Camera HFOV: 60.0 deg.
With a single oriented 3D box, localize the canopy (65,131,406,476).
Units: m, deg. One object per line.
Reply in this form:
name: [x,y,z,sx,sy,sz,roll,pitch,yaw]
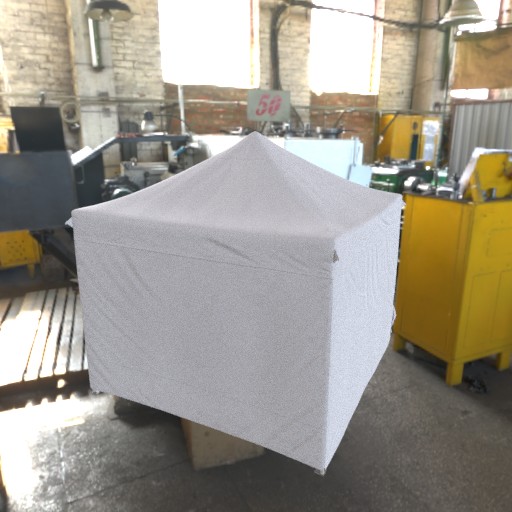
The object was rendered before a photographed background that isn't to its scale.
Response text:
canopy: [0.000,0.000,5.534,3.043,2.997,3.121,8,18,26]
